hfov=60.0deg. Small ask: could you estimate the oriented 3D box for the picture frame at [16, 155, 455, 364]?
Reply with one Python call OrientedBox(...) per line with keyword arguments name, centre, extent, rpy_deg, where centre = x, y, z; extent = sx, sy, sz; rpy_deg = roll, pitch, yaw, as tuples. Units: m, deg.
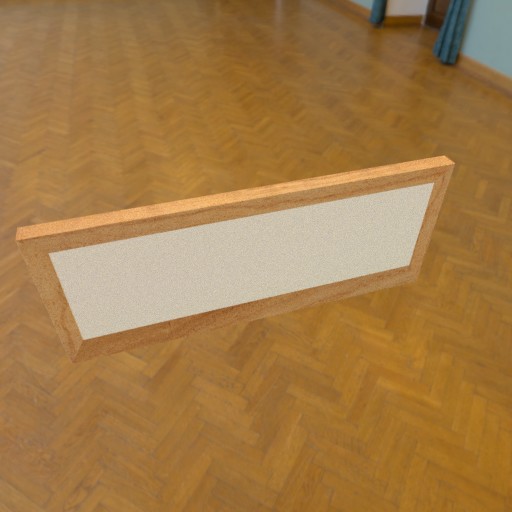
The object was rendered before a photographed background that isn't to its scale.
OrientedBox(name="picture frame", centre=(0.000, 0.000, 0.658), extent=(0.582, 0.234, 0.045), rpy_deg=(-12, 42, -13))
